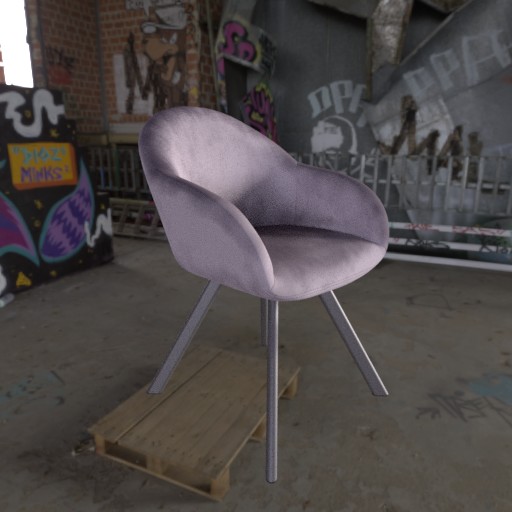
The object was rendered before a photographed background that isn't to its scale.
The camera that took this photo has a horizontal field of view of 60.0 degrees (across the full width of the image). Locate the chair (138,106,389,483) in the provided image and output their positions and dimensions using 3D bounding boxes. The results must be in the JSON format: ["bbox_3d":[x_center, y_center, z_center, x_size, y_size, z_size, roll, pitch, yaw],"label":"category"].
[{"bbox_3d":[0.000,0.000,1.200,0.550,0.795,0.590,-14,20,-43],"label":"chair"}]
